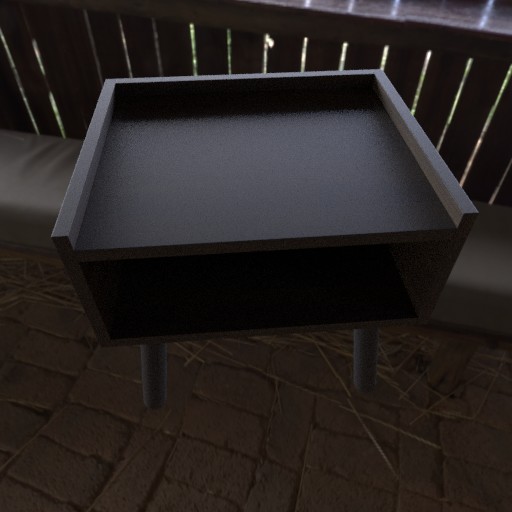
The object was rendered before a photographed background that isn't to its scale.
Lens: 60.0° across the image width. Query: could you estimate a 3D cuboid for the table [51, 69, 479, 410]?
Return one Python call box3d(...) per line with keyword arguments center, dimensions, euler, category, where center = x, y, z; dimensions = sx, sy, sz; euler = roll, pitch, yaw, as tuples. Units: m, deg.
box3d(center=(0.000, 0.000, 0.761), dimensions=(0.450, 0.470, 0.370), euler=(-3, 46, -3), category="table")
